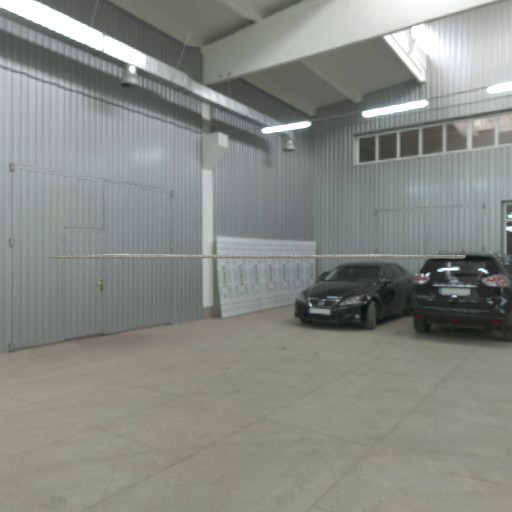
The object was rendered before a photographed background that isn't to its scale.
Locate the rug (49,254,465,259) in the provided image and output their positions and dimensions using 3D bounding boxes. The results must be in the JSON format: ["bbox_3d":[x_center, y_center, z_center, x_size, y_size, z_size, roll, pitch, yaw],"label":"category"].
[{"bbox_3d":[0.000,0.000,2.842,1.624,0.030,2.264,0,0,0],"label":"rug"}]
